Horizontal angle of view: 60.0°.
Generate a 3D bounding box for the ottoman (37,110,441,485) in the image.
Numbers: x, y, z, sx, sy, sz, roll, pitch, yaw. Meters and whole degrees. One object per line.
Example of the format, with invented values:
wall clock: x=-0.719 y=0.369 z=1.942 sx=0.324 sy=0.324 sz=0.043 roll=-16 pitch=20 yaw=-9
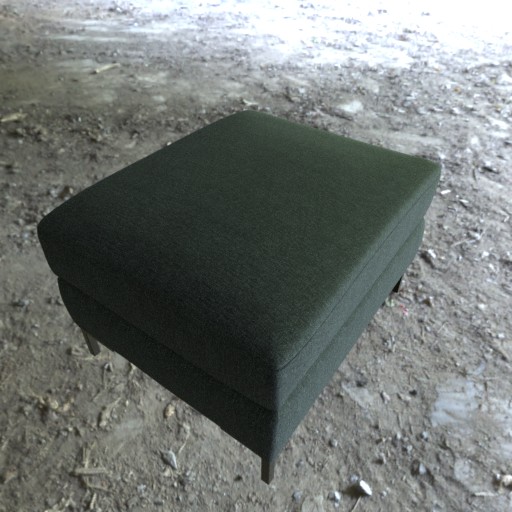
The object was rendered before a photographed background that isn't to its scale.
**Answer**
ottoman: x=0.000 y=0.000 z=1.247 sx=0.695 sy=0.533 sz=0.831 roll=25 pitch=46 yaw=26
